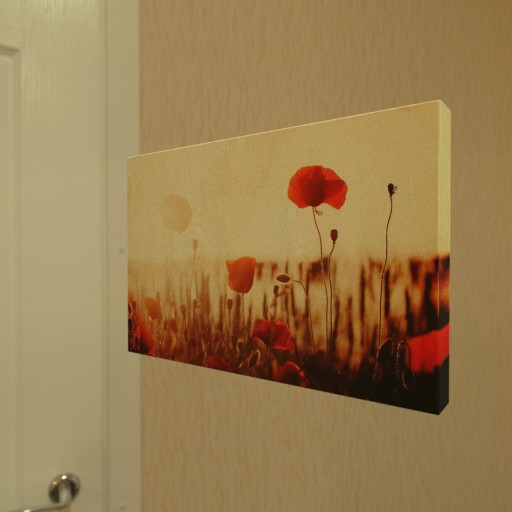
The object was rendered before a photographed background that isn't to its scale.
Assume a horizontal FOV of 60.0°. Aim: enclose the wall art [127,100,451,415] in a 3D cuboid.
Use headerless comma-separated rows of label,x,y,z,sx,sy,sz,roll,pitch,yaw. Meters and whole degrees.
wall art,0.000,0.000,0.476,0.383,0.251,0.037,1,1,35
